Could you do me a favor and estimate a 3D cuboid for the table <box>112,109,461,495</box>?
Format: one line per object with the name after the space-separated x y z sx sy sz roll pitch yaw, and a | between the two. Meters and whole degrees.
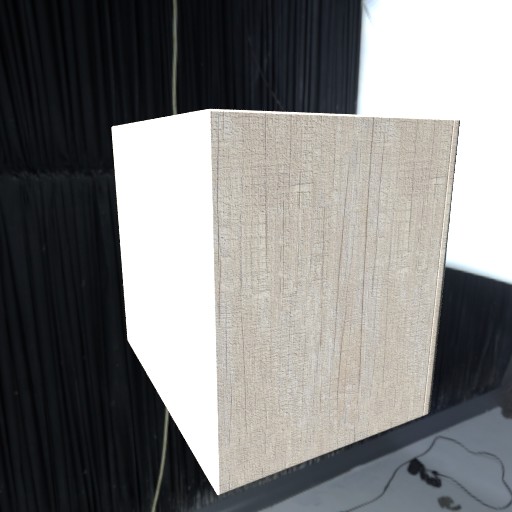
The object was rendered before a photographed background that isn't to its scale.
0.000 0.000 0.890 0.420 0.510 0.570 -7 16 -27 | table
